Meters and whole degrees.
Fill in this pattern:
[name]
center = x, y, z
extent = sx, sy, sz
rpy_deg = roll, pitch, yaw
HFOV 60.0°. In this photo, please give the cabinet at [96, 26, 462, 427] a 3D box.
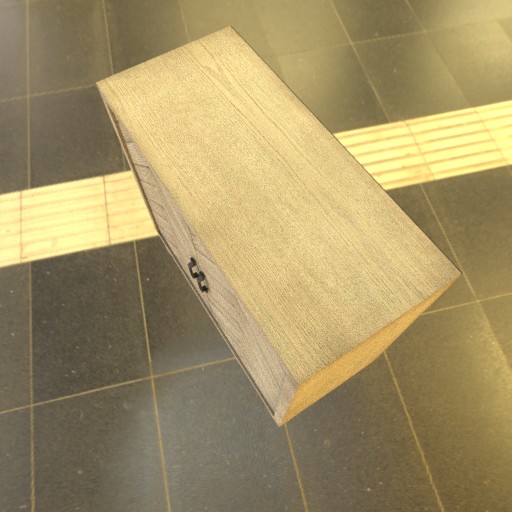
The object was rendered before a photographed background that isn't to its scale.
[cabinet]
center = 0.000, 0.000, 1.233
extent = 0.370, 0.787, 0.781
rpy_deg = -30, 67, -14
